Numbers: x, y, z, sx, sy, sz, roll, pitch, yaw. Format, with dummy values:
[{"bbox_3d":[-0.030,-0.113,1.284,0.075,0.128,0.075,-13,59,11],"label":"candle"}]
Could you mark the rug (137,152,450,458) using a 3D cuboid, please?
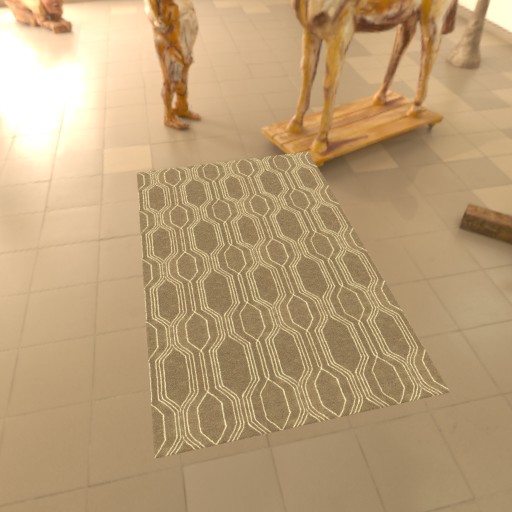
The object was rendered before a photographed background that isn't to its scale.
[{"bbox_3d":[0.000,0.000,3.071,1.541,0.012,2.457,-9,45,-9],"label":"rug"}]
